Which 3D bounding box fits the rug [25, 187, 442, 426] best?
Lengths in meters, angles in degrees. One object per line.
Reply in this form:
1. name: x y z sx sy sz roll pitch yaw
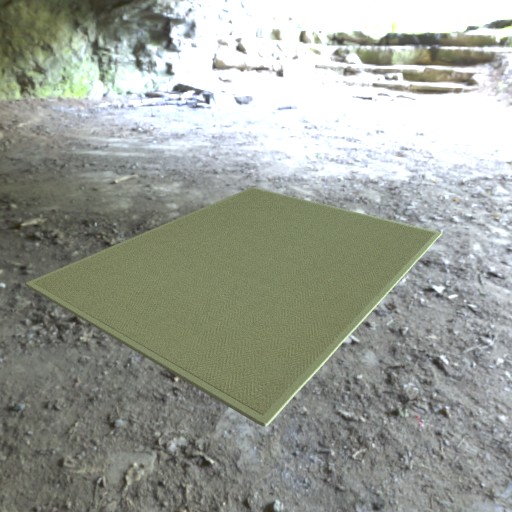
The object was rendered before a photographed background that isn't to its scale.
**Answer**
1. rug: 0.000 0.000 4.020 2.407 0.020 3.051 19 33 32
